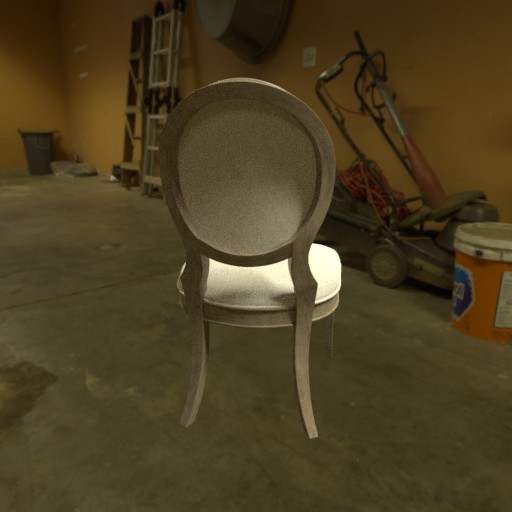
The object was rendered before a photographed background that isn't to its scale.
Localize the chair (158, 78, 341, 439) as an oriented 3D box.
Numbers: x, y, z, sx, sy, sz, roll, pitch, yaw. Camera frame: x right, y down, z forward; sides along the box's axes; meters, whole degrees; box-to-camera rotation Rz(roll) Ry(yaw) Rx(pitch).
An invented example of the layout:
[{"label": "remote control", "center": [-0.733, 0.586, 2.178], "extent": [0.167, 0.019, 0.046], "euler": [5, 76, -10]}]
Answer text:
[{"label": "chair", "center": [0.000, 0.000, 1.385], "extent": [0.558, 0.990, 0.602], "euler": [2, 17, 7]}]
